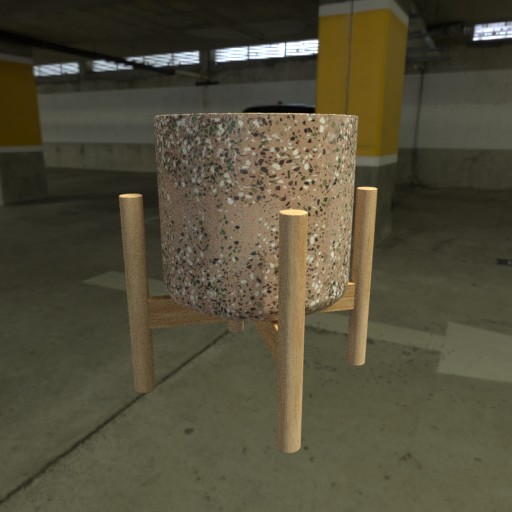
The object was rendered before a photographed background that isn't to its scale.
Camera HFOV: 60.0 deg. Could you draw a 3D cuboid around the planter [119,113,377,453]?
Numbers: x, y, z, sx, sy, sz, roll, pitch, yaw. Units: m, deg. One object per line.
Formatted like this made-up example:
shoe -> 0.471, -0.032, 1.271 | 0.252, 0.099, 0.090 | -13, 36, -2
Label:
planter -> 0.000, 0.000, 0.536 | 0.284, 0.320, 0.284 | 2, 16, 9
